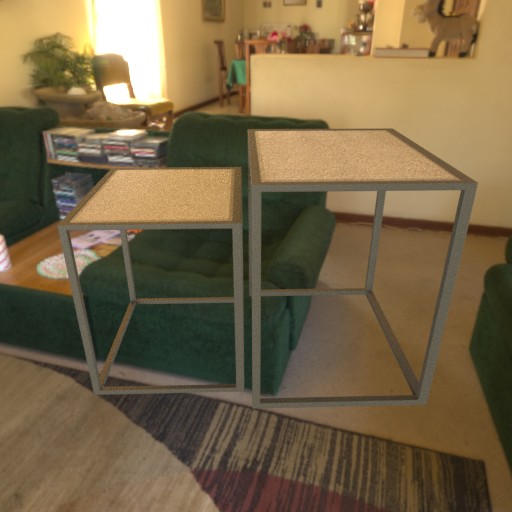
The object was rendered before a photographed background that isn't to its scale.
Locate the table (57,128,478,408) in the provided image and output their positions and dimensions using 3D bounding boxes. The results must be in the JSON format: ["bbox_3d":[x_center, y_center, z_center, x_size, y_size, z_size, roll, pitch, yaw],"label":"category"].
[{"bbox_3d":[0.000,0.000,1.137,0.788,0.540,0.508,-1,27,-2],"label":"table"}]
